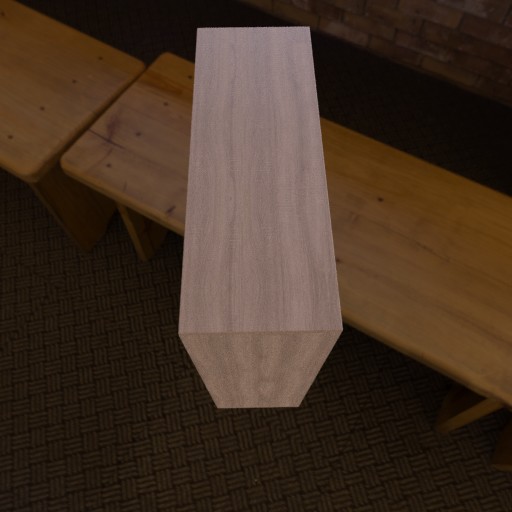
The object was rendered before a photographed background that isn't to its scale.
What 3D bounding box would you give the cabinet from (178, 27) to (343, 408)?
[{"bbox_3d":[0.000,0.000,1.936,0.398,1.388,1.111,-1,63,0],"label":"cabinet"}]
